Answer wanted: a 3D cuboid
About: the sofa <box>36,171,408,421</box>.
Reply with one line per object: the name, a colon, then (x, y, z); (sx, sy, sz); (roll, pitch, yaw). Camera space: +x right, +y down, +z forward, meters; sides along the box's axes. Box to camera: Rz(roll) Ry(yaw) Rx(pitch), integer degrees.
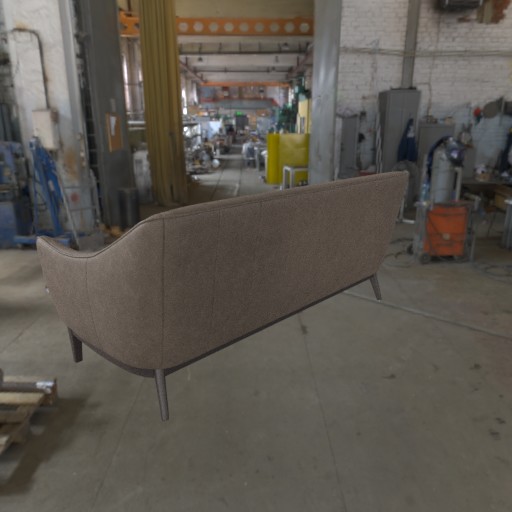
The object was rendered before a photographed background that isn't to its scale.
sofa: (0.000, 0.000, 2.360); (0.869, 0.831, 1.928); (16, 23, 42)
